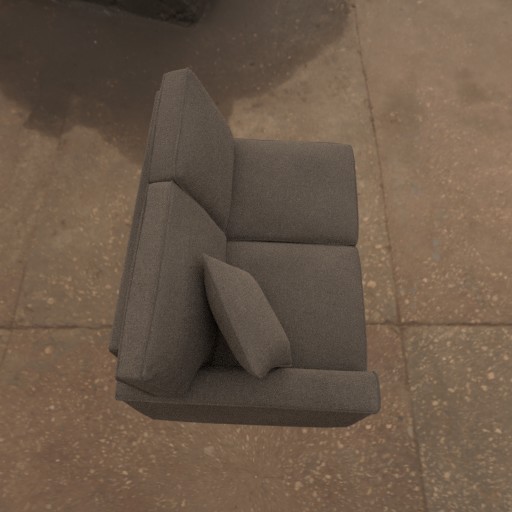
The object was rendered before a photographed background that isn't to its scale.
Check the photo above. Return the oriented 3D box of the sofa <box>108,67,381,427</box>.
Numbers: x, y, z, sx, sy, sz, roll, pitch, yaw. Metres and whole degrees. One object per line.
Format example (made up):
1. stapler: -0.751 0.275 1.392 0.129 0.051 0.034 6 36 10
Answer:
1. sofa: 0.000 0.000 2.046 0.991 0.989 1.388 2 64 1
